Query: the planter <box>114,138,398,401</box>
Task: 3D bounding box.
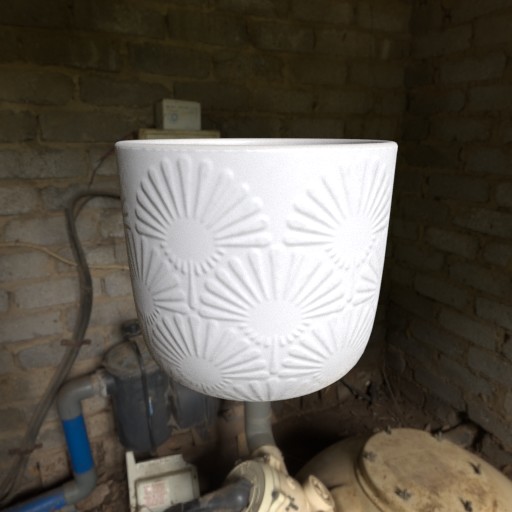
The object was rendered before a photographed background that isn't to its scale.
[{"bbox_3d":[0.000,0.000,0.217,0.124,0.109,0.124,0,16,0],"label":"planter"}]
